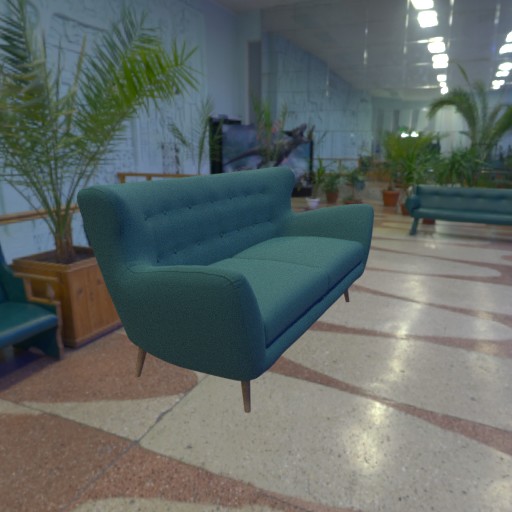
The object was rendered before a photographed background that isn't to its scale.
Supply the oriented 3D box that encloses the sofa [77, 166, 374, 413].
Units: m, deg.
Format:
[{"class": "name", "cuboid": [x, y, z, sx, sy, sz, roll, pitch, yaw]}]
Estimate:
[{"class": "sofa", "cuboid": [0.000, 0.000, 2.450, 0.889, 0.890, 1.930, 7, 16, 26]}]
